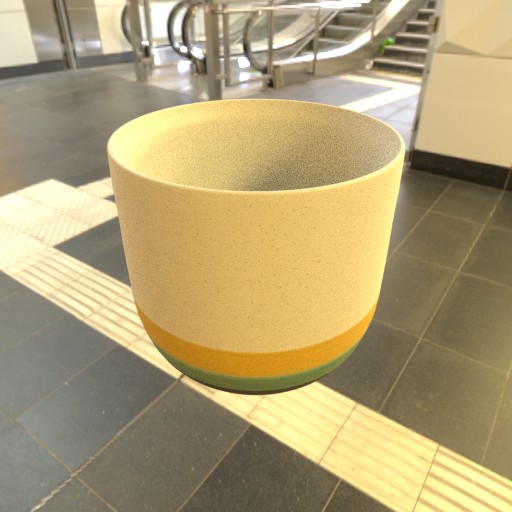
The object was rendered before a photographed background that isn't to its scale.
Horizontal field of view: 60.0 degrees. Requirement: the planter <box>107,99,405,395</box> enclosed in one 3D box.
[{"bbox_3d":[0.000,0.000,0.482,0.268,0.270,0.268,0,33,0],"label":"planter"}]
